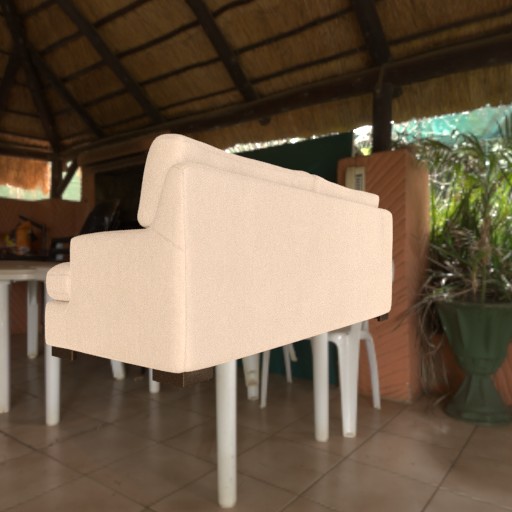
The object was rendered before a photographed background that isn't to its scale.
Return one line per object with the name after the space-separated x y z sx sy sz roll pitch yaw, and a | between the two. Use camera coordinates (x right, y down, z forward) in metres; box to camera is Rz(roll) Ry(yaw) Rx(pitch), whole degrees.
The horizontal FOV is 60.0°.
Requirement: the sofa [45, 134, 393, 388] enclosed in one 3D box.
0.000 0.000 2.632 0.929 0.925 2.147 0 0 36 | sofa
